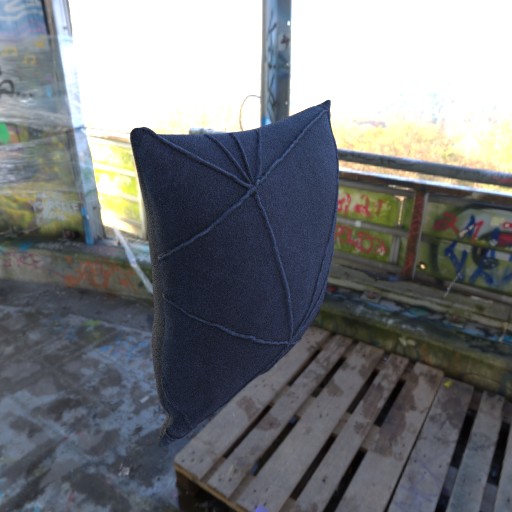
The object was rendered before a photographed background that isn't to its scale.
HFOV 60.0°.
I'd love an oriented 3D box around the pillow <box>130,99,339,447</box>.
[{"bbox_3d":[0.000,0.000,0.688,0.183,0.440,0.439,17,30,32],"label":"pillow"}]
